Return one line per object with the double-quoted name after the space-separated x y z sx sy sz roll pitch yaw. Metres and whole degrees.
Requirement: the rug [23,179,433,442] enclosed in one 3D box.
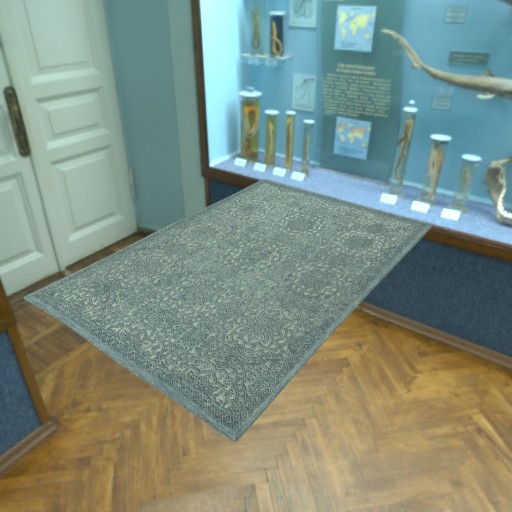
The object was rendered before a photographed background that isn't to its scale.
0.000 0.000 2.278 1.224 0.016 1.830 21 37 31 "rug"
